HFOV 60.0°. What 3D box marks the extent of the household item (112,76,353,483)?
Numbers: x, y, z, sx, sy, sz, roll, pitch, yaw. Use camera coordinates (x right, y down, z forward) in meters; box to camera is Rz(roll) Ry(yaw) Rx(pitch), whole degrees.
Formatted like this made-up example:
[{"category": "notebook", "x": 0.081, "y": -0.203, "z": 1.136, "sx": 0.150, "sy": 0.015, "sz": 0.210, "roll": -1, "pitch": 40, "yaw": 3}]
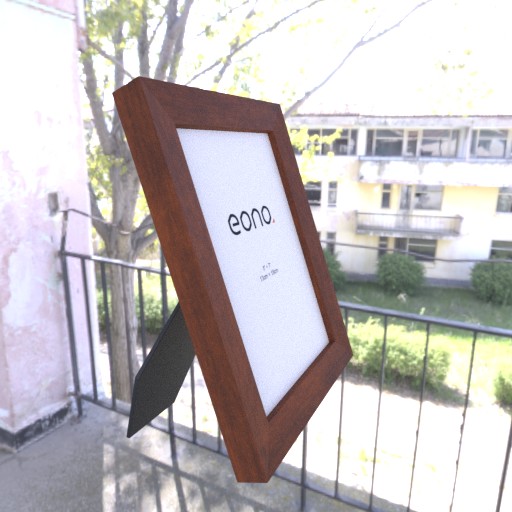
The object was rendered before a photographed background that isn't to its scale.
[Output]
[{"category": "household item", "x": 0.000, "y": 0.000, "z": 0.292, "sx": 0.096, "sy": 0.204, "sz": 0.160, "roll": 7, "pitch": 16, "yaw": 27}]
